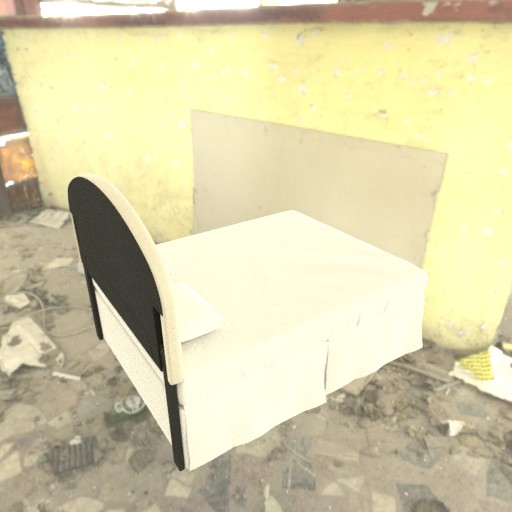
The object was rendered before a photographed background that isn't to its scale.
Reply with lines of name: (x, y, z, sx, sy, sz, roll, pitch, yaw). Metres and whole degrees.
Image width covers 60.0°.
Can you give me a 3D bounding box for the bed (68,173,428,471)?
bed: (0.000, 0.000, 3.073, 2.005, 1.410, 1.607, -17, 31, -31)
